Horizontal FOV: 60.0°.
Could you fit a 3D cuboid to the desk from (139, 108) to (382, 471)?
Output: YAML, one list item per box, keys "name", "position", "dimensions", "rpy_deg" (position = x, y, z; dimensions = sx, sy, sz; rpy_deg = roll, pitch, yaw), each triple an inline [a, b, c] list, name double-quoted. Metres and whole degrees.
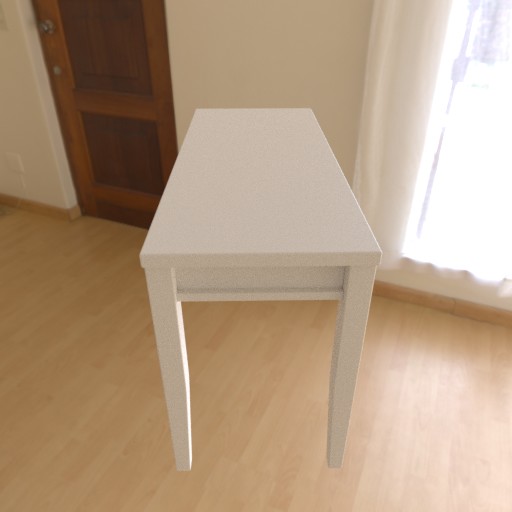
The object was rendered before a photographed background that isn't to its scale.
- name: "desk"
  position: [0.000, 0.000, 1.643]
  dimensions: [0.508, 0.775, 1.220]
  rpy_deg: [-1, 32, -1]
